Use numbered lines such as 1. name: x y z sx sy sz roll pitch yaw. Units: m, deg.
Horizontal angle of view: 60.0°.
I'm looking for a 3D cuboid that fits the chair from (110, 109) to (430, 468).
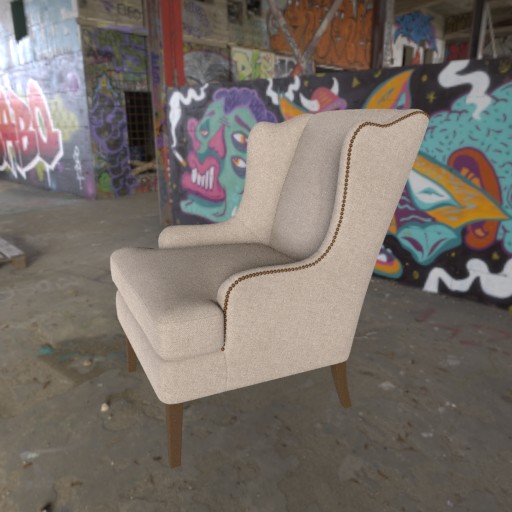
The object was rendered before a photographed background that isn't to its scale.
1. chair: 0.000 0.000 1.621 0.940 1.029 0.737 -8 18 -26
